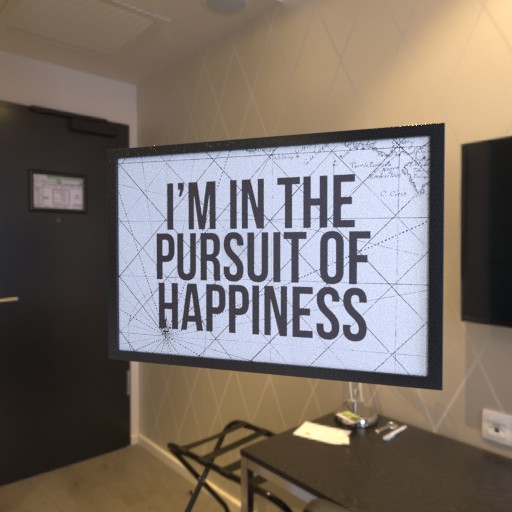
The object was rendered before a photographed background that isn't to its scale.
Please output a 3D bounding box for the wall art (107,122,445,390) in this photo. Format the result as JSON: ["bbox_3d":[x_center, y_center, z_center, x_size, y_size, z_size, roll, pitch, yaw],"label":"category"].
[{"bbox_3d":[0.000,0.000,1.047,0.819,0.552,0.015,0,1,18],"label":"wall art"}]
